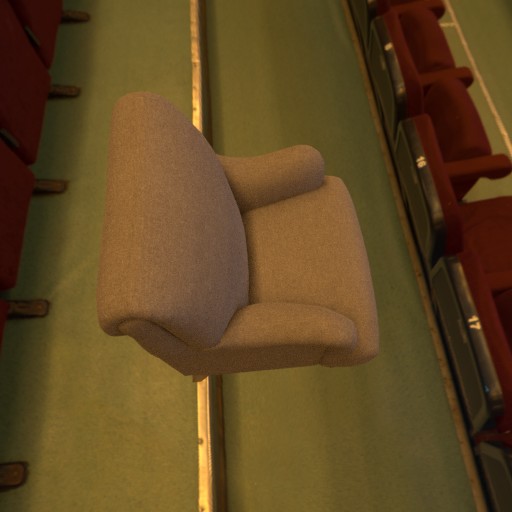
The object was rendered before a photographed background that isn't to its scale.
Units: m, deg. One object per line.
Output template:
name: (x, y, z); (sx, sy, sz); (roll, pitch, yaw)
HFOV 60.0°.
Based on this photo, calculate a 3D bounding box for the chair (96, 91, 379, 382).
chair: (0.000, 0.000, 1.584); (0.843, 0.942, 0.766); (-4, 63, -2)
